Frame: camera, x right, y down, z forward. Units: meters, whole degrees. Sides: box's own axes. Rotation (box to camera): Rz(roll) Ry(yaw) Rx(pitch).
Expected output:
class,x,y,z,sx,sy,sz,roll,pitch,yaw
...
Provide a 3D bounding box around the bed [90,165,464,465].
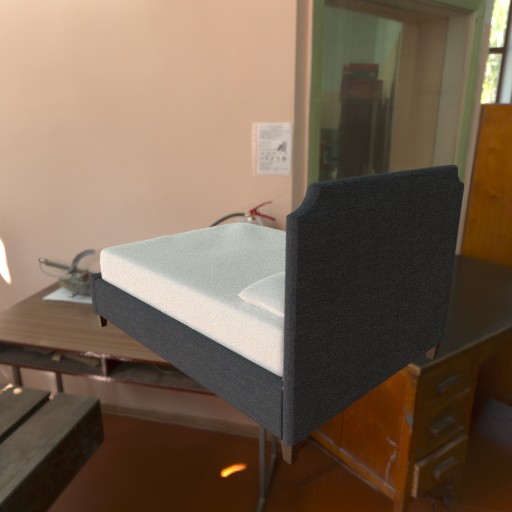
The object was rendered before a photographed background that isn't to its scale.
class,x,y,z,sx,sy,sz,roll,pitch,yaw
bed,0.000,0.000,3.409,1.713,1.443,2.372,-15,22,-41
